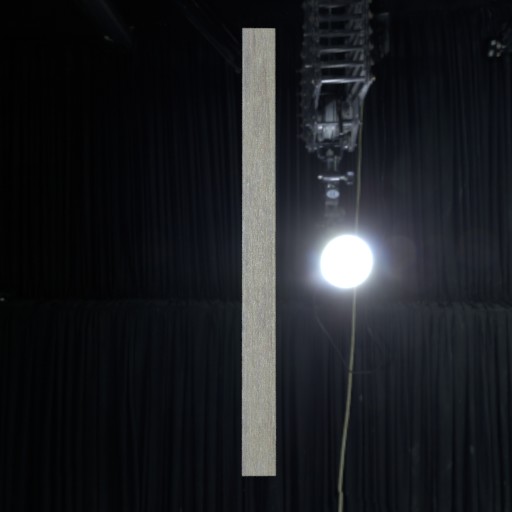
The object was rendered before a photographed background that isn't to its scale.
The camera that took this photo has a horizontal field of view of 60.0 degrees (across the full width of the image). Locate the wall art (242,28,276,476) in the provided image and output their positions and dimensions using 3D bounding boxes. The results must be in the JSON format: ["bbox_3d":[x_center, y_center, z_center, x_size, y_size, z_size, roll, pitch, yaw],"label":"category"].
[{"bbox_3d":[0.000,0.000,0.755,0.037,0.507,0.507,0,-2,-1],"label":"wall art"}]
